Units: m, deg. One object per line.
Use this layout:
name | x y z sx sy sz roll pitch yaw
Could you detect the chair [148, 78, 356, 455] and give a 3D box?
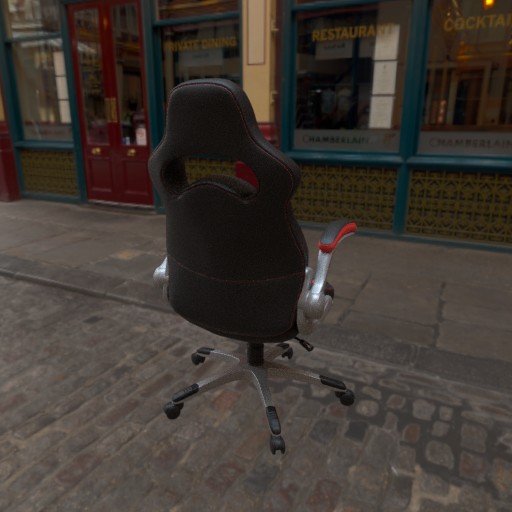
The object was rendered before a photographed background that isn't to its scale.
chair | 0.000 0.000 1.638 0.758 1.165 0.712 8 18 25
